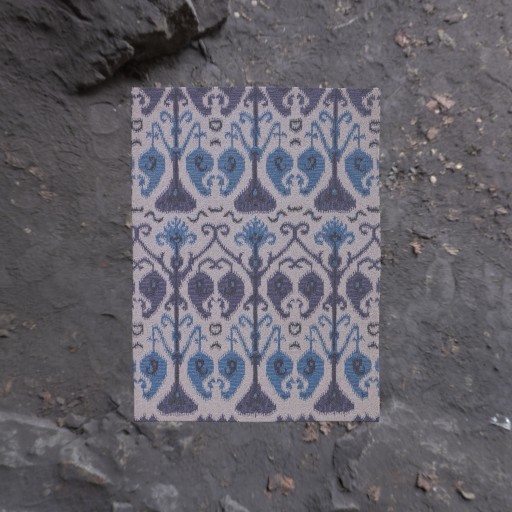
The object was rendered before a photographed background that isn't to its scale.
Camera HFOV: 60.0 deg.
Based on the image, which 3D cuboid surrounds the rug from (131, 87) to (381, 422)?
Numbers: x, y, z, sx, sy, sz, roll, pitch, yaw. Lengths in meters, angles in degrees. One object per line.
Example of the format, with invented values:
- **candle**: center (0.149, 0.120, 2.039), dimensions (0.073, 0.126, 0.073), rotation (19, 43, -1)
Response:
- **rug**: center (0.000, 0.000, 2.988), dimensions (1.676, 0.013, 2.261), rotation (0, 91, 0)
